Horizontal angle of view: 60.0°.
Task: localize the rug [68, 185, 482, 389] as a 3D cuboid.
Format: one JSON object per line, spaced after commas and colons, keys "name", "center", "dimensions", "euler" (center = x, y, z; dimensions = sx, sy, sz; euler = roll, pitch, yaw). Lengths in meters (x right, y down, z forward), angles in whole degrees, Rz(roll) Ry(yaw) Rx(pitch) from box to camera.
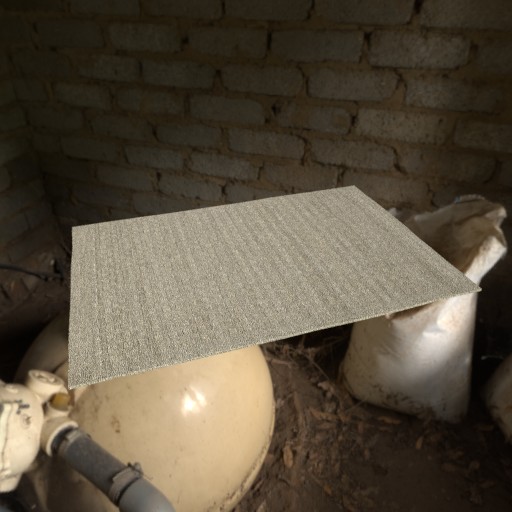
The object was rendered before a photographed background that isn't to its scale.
{"name": "rug", "center": [0.000, 0.000, 2.900], "dimensions": [2.297, 0.018, 1.532], "euler": [-10, 35, -15]}
